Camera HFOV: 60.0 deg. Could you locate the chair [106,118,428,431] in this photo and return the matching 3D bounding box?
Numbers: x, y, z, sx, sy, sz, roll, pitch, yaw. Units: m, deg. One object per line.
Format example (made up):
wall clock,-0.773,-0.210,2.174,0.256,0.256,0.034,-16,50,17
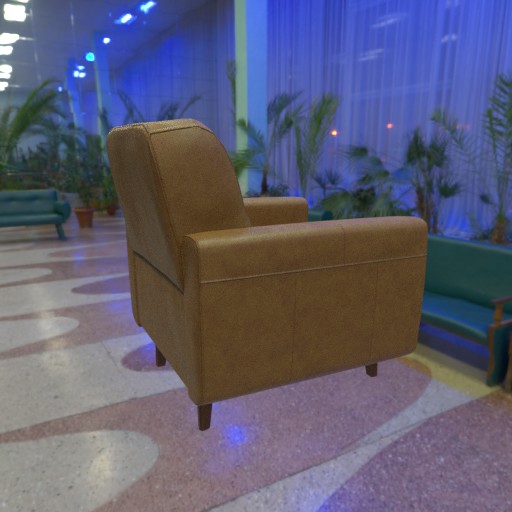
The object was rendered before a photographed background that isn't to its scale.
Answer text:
chair,0.000,0.000,1.683,0.942,0.968,0.845,-7,16,-27
